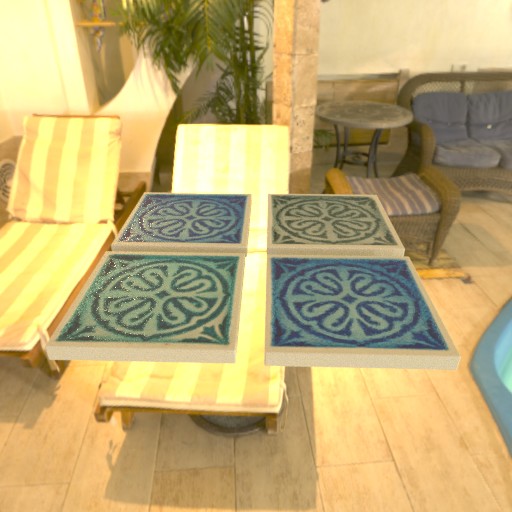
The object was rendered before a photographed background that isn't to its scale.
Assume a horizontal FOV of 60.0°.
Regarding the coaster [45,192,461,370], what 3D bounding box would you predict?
[{"bbox_3d":[0.000,0.000,0.327,0.219,0.010,0.214,1,31,1],"label":"coaster"}]
